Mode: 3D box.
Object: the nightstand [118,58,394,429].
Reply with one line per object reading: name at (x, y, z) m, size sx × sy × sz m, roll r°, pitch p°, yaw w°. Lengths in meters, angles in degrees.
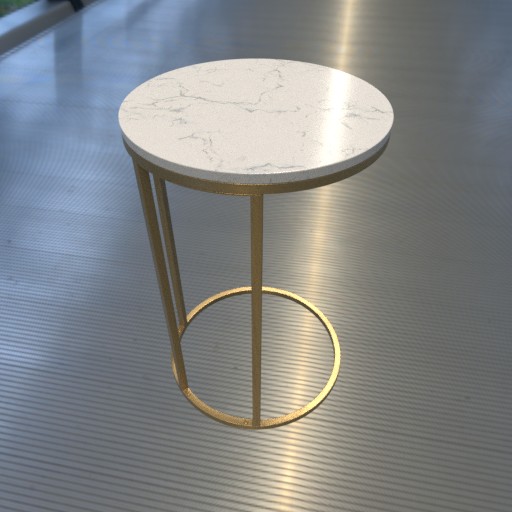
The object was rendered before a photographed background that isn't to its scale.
nightstand at (0.000, 0.000, 0.863) m, size 0.400 × 0.610 × 0.400 m, roll -25°, pitch 47°, yaw -25°
